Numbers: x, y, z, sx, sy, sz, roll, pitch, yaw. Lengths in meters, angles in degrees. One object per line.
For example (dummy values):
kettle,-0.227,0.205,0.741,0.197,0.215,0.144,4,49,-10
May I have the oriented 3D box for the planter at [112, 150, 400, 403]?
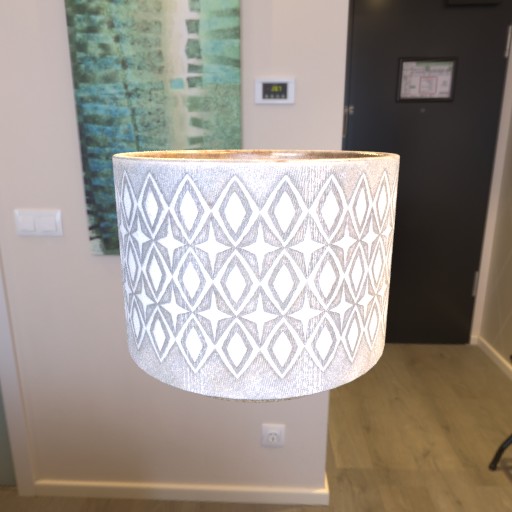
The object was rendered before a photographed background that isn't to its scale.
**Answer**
planter,0.000,0.000,0.319,0.186,0.144,0.186,0,15,0
